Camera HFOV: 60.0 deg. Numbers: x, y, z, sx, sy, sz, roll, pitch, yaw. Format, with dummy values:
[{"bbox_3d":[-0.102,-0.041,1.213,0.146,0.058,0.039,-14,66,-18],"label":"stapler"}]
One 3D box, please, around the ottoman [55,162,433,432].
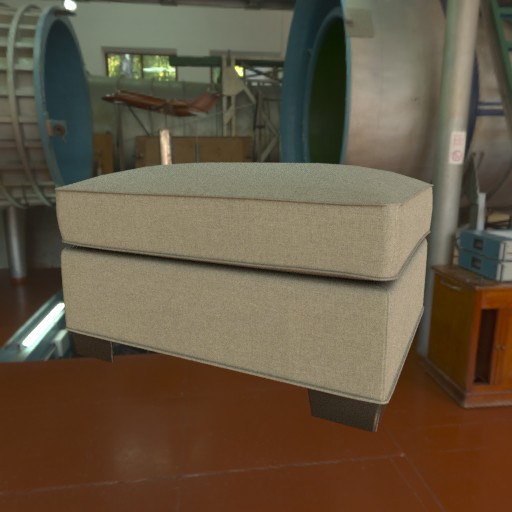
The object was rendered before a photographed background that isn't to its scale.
[{"bbox_3d":[0.000,0.000,1.223,0.843,0.504,0.619,6,14,26],"label":"ottoman"}]
